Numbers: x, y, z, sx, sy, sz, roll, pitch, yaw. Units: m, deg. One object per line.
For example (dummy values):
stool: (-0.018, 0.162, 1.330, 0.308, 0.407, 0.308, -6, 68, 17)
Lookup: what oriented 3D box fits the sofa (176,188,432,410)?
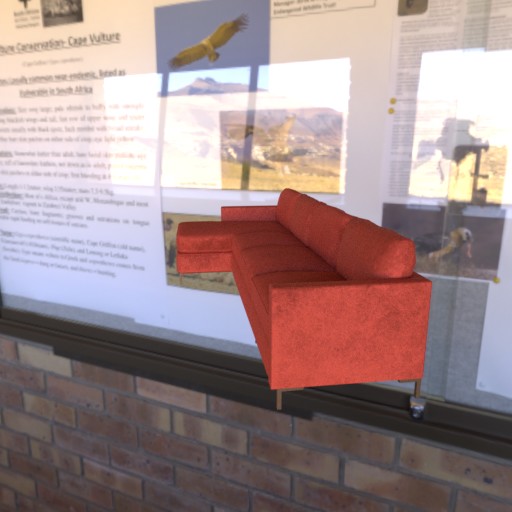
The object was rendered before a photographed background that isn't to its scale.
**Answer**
sofa: (0.000, 0.000, 4.025, 1.500, 0.967, 3.400, -2, 14, -8)
